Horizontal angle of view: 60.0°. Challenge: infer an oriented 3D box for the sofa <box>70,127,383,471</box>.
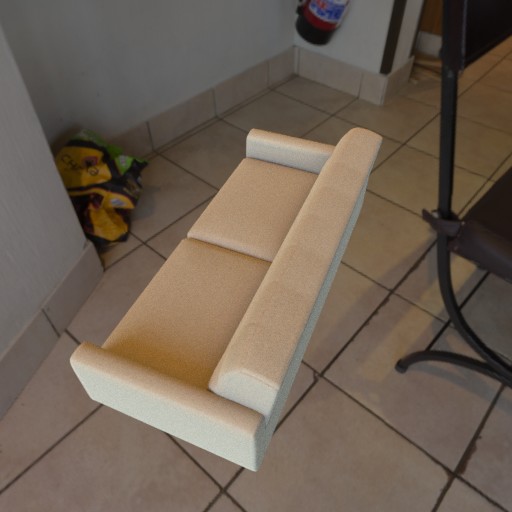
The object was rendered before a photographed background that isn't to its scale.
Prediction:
[{"bbox_3d":[0.000,0.000,2.658,0.980,0.892,2.137,17,49,15],"label":"sofa"}]
